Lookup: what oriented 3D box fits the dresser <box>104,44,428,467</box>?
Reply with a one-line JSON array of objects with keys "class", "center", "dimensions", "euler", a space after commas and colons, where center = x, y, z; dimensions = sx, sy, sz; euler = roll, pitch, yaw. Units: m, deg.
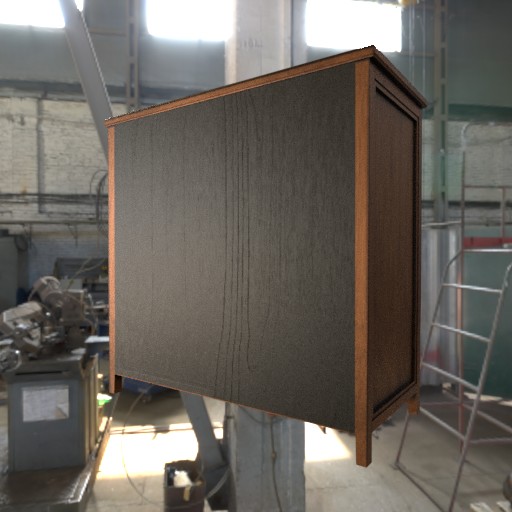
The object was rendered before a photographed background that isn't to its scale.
[{"class": "dresser", "center": [0.000, 0.000, 1.870], "dimensions": [1.250, 1.224, 0.591], "euler": [0, 1, 35]}]
